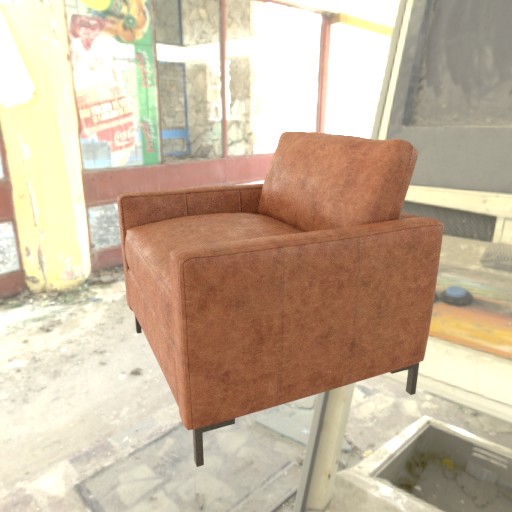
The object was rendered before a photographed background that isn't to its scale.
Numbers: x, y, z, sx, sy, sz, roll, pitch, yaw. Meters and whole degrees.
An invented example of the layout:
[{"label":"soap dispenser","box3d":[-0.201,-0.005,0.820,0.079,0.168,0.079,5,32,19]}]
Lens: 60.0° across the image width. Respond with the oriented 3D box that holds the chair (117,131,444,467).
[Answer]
[{"label":"chair","box3d":[0.000,0.000,1.647,0.862,0.869,0.967,-8,20,-24]}]
